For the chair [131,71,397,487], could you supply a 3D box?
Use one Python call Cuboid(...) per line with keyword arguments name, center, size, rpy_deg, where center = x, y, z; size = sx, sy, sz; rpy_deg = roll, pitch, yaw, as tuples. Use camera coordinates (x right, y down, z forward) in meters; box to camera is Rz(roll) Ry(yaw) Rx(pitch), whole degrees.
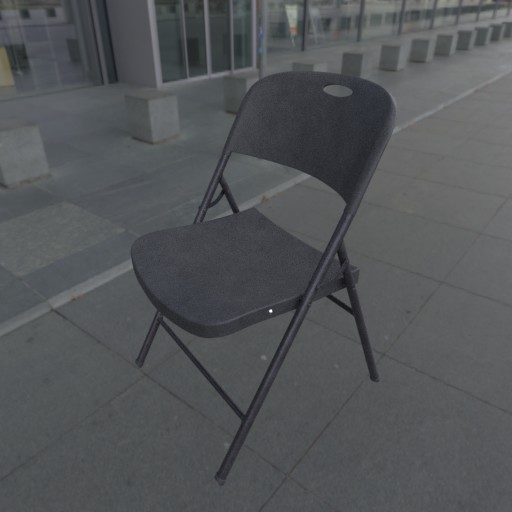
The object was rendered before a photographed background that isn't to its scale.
Cuboid(name="chair", center=(0.000, 0.000, 1.123), size=(0.567, 0.810, 0.494), rpy_deg=(-21, 37, -30))
